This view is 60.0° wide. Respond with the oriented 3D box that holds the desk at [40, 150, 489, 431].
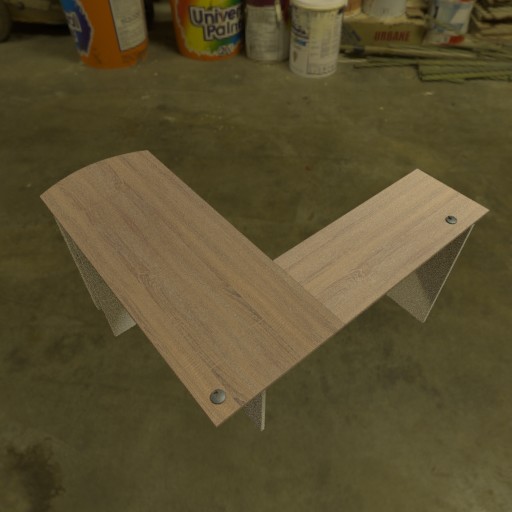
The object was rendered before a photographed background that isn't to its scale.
[{"bbox_3d":[0.000,0.000,2.092,1.361,0.716,1.303,-32,56,-25],"label":"desk"}]
